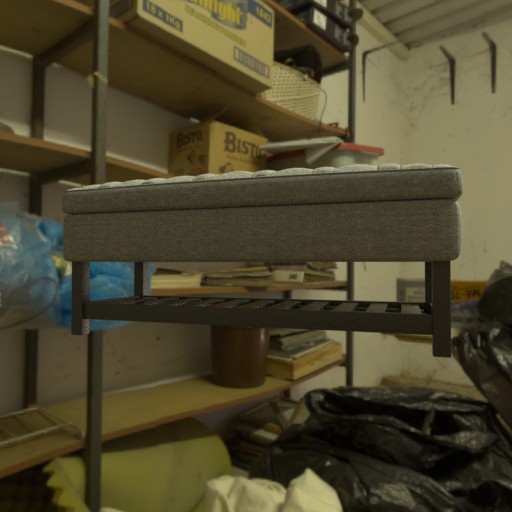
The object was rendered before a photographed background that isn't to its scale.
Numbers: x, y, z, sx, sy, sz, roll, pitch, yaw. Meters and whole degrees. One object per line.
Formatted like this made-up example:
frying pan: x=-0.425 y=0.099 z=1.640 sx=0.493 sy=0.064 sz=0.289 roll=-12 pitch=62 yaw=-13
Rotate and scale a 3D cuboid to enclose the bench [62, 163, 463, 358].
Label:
bench: x=0.000 y=0.000 z=1.330 sx=1.100 sy=0.470 sz=0.429 roll=0 pitch=-1 yaw=18
